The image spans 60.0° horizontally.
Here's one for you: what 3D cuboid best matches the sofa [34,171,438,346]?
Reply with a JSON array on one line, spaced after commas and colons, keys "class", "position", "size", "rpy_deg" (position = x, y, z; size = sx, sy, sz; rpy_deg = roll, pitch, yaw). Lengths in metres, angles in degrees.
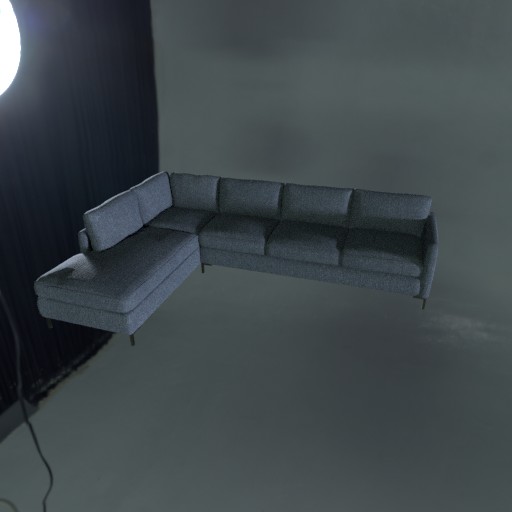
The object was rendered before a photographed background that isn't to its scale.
[{"class": "sofa", "position": [0.000, 0.000, 3.797], "size": [2.949, 0.815, 2.007], "rpy_deg": [8, 28, 16]}]
